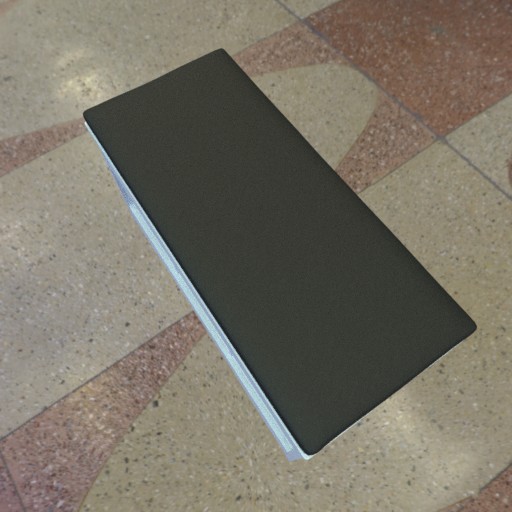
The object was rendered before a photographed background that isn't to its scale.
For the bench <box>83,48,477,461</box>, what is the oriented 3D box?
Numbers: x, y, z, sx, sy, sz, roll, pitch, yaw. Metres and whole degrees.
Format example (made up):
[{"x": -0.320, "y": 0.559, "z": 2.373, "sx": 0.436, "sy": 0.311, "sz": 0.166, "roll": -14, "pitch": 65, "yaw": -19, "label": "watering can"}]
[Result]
[{"x": 0.000, "y": 0.000, "z": 1.146, "sx": 0.401, "sy": 0.500, "sz": 0.899, "roll": -31, "pitch": 68, "yaw": -14, "label": "bench"}]
